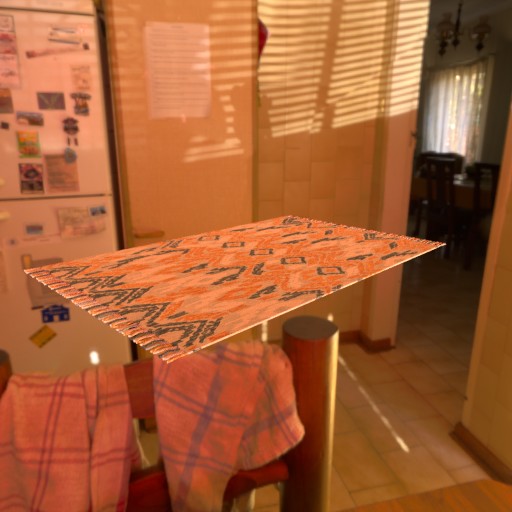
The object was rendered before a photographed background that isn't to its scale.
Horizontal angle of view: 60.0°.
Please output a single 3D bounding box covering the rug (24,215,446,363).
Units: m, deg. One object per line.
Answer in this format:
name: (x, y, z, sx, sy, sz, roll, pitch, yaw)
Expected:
rug: (0.000, 0.000, 2.961, 2.428, 0.010, 1.533, -16, 23, -43)
